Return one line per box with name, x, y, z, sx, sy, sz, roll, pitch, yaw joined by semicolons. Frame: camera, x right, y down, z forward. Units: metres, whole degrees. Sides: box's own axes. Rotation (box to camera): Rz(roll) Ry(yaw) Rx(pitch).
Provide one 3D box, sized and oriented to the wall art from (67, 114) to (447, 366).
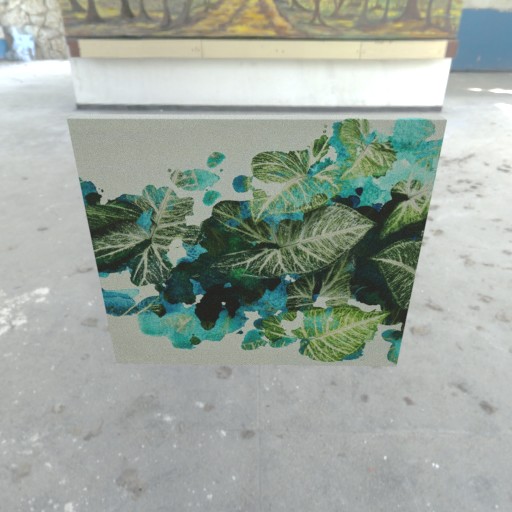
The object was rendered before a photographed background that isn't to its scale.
wall art;0.000;0.000;0.994;0.711;0.610;0.043;0;29;1
